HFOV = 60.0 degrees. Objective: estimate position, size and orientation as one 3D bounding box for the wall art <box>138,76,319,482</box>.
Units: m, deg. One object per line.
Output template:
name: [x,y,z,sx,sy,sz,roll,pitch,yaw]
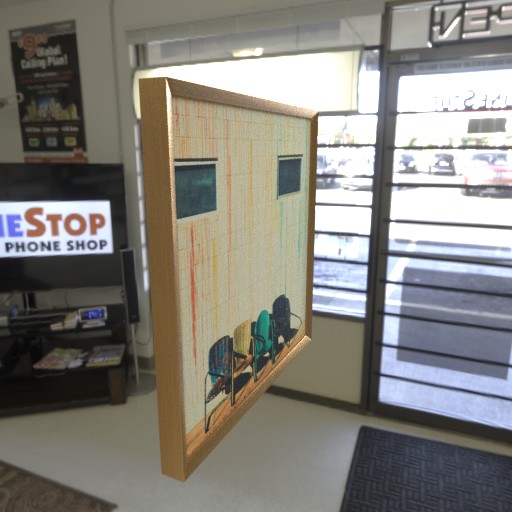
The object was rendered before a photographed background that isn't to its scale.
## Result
wall art: [0.000,0.000,0.756,0.037,0.505,0.505,7,15,26]
